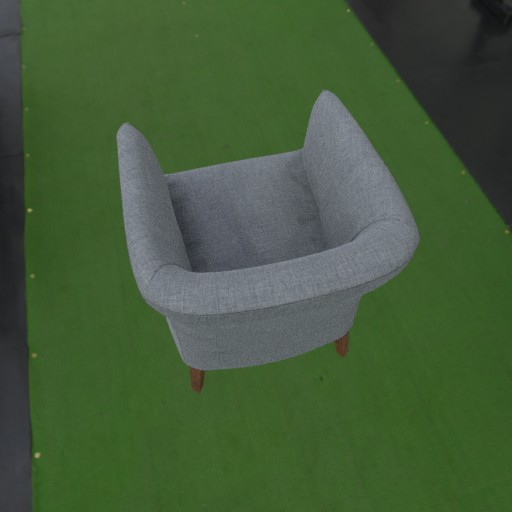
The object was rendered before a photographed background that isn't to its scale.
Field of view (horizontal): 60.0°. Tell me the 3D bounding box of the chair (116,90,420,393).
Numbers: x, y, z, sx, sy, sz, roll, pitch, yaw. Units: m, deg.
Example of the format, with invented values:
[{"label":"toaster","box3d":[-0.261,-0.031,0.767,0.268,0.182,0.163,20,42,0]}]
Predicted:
[{"label":"chair","box3d":[0.000,0.000,1.261,0.600,0.771,0.668,-12,59,-7]}]
